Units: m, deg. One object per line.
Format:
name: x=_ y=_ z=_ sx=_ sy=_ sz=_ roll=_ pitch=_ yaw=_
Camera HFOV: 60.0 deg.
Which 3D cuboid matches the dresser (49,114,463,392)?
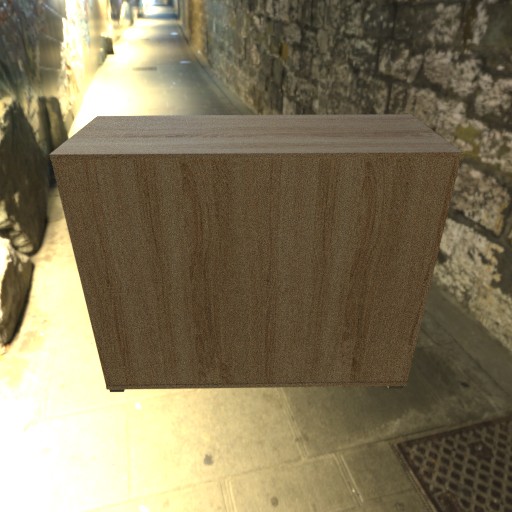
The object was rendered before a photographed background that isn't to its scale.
dresser: x=0.000 y=0.000 z=1.601 sx=1.100 sy=0.900 sz=0.450 roll=-1 pitch=31 yaw=-1
